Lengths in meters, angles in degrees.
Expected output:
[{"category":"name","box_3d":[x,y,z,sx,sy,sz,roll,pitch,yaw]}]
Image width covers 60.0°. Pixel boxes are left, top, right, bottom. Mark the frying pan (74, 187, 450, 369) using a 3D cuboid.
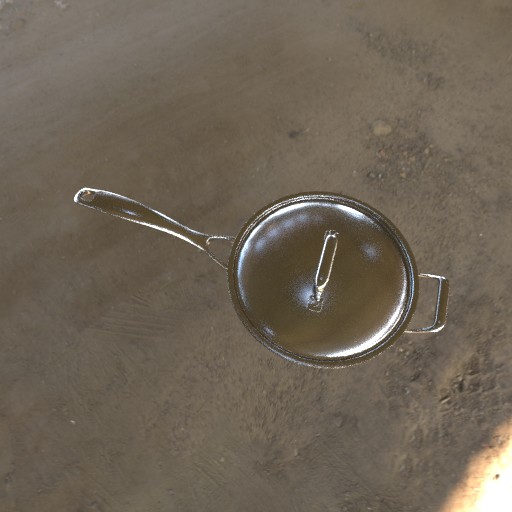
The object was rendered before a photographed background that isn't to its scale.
[{"category":"frying pan","box_3d":[0.000,0.000,0.666,0.561,0.114,0.280,15,65,7]}]
